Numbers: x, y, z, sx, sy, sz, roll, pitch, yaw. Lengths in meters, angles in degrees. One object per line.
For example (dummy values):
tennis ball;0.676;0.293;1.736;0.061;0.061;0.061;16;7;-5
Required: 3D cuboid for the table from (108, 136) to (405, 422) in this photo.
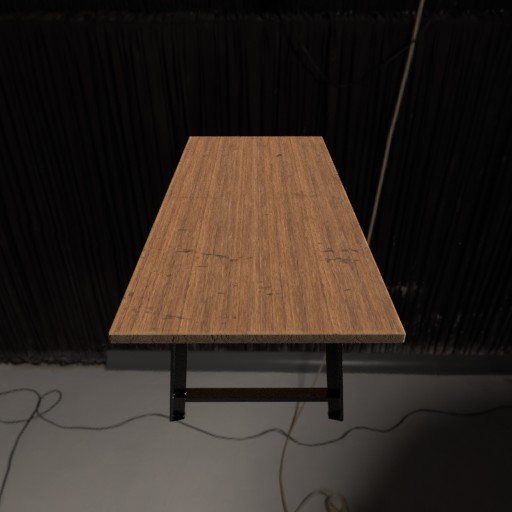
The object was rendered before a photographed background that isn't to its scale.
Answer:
table;0.000;0.000;2.615;1.000;0.757;2.200;0;32;0
